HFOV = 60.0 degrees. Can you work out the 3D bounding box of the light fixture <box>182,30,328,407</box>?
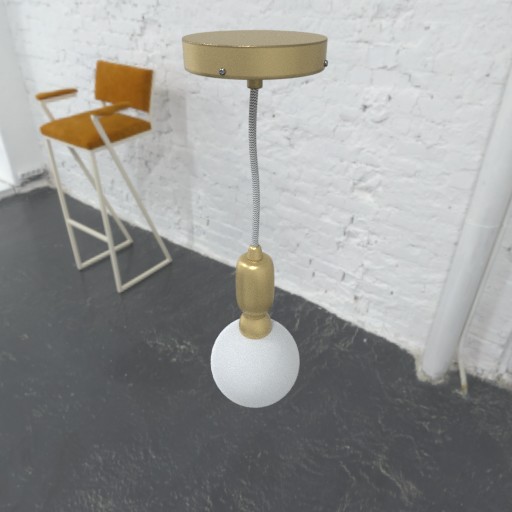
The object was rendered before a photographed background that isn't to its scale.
[{"bbox_3d":[0.000,0.000,0.573,0.146,0.510,0.147,9,33,14],"label":"light fixture"}]
